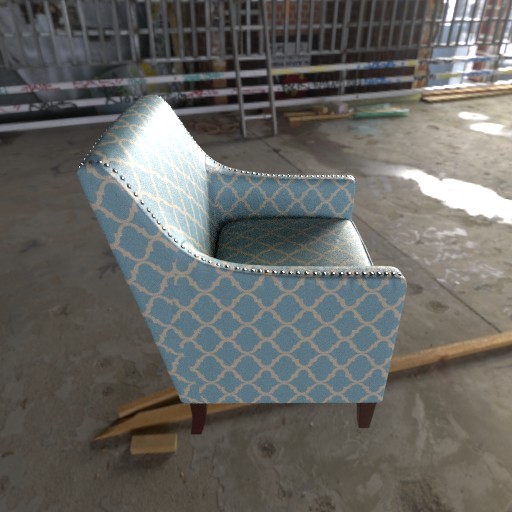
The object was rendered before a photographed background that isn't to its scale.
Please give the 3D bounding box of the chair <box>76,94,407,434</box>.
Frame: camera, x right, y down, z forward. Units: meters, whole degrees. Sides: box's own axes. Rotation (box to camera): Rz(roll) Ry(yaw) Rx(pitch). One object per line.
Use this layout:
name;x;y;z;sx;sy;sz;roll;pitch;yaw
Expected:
chair;0.000;0.000;1.296;0.686;0.817;0.617;0;32;0
